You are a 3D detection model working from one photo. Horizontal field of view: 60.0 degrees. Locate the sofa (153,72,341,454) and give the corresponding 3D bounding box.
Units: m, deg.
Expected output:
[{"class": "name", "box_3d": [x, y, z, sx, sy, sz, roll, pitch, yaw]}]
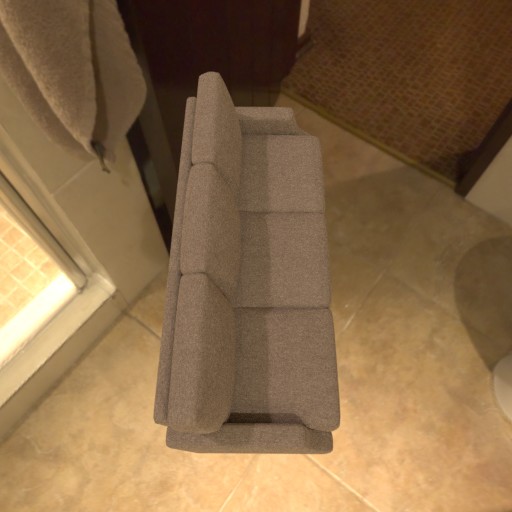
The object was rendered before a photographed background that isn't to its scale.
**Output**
[{"class": "sofa", "box_3d": [0.000, 0.000, 2.626, 0.888, 0.984, 2.115, 0, 63, 0]}]
